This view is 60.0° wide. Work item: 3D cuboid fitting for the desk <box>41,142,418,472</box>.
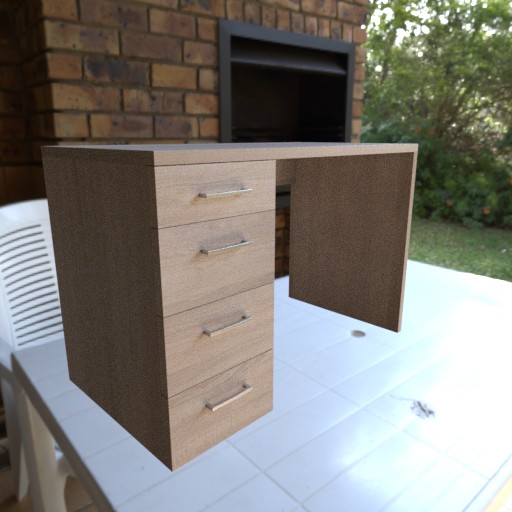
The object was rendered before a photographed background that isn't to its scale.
[{"bbox_3d":[0.000,0.000,1.503,1.100,0.731,0.600,-15,21,-43],"label":"desk"}]
